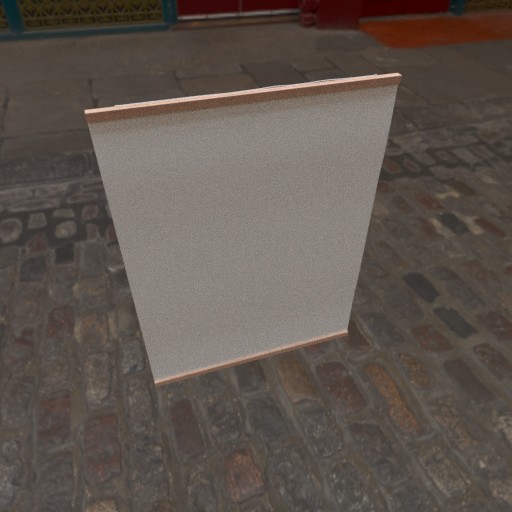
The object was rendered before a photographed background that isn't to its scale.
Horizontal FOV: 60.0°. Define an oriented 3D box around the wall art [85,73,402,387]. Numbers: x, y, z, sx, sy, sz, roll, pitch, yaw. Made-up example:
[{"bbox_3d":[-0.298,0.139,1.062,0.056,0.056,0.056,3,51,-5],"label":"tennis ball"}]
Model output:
[{"bbox_3d":[0.000,0.000,1.347,0.758,1.013,0.020,-12,42,-14],"label":"wall art"}]
